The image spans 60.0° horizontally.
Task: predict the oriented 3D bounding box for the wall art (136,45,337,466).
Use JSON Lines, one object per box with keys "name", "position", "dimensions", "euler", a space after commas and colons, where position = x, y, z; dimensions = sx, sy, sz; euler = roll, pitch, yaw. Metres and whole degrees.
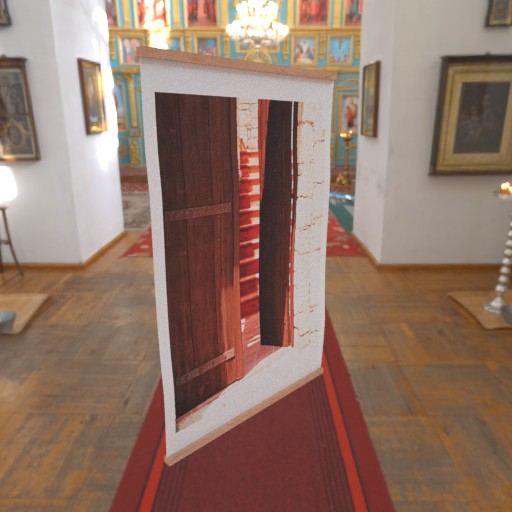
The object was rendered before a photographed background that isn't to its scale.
{"name": "wall art", "position": [0.000, 0.000, 0.631], "dimensions": [0.332, 0.508, 0.012], "euler": [-15, 22, -42]}
